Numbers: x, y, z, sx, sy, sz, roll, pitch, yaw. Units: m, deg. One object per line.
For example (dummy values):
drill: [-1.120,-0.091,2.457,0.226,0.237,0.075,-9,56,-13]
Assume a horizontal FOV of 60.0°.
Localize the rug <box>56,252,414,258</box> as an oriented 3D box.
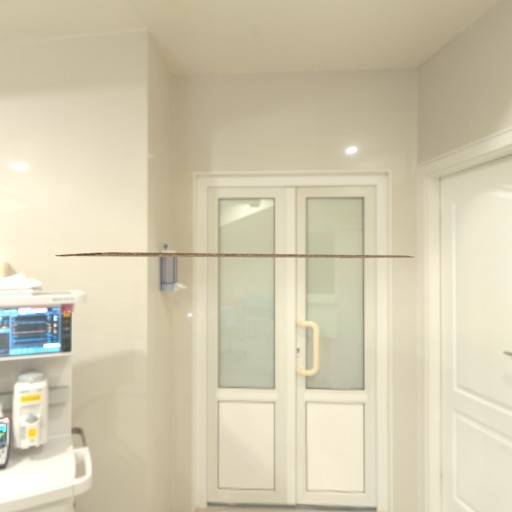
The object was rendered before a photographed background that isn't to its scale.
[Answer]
rug: [0.000,0.000,2.858,2.378,0.018,1.324,0,-1,-17]
